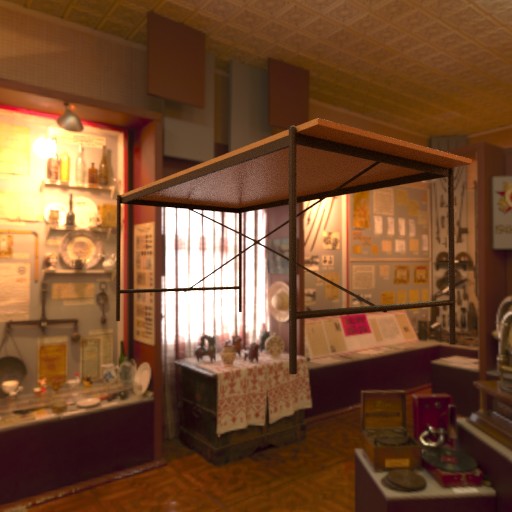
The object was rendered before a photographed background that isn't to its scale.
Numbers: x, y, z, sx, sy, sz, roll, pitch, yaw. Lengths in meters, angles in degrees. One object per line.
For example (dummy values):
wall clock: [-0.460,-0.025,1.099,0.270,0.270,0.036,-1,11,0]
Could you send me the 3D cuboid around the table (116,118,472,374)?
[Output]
table: [0.000,0.000,2.261,0.900,0.758,1.800,1,-2,-36]
